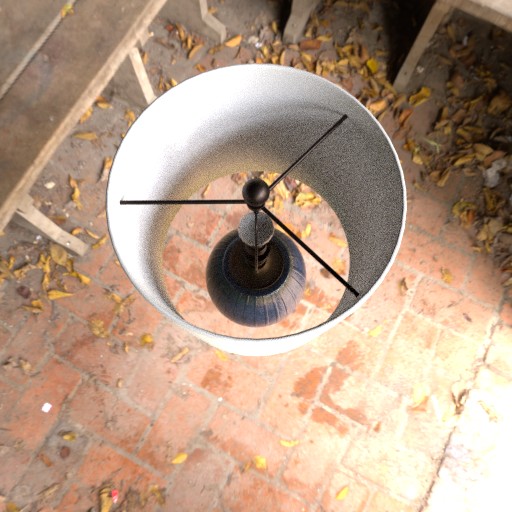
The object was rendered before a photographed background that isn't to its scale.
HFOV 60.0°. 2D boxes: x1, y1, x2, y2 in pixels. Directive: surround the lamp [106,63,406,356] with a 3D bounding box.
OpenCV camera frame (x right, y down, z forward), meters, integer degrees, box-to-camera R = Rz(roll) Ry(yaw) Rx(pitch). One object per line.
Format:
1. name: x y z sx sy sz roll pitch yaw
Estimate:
1. lamp: 0.000 0.000 0.745 0.329 0.570 0.329 0 75 0
